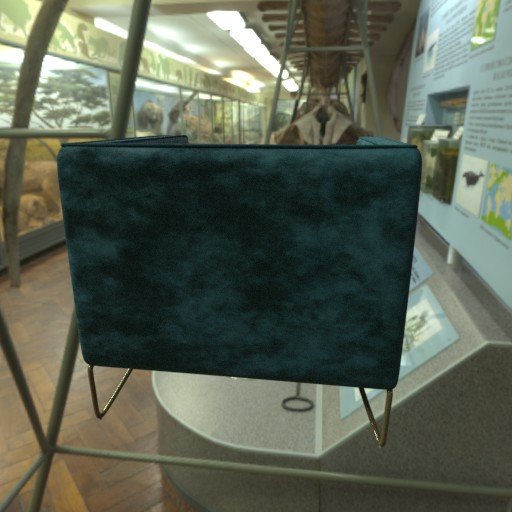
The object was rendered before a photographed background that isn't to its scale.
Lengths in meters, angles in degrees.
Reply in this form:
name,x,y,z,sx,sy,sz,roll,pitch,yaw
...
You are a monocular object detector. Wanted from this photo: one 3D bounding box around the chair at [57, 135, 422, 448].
name,x,y,z,sx,sy,sz,roll,pitch,yaw
chair,0.000,0.000,1.526,0.880,0.790,0.894,2,17,8
